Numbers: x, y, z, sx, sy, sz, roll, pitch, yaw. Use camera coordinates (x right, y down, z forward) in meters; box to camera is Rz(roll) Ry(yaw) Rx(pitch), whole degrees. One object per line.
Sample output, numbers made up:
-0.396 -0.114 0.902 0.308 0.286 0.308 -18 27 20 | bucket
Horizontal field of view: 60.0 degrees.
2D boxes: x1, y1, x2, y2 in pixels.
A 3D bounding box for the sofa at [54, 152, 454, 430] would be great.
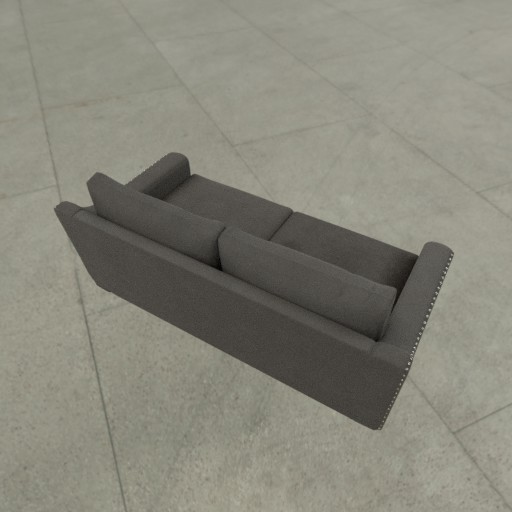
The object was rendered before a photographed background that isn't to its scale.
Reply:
0.000 0.000 3.338 2.550 1.196 1.336 23 49 21 | sofa
